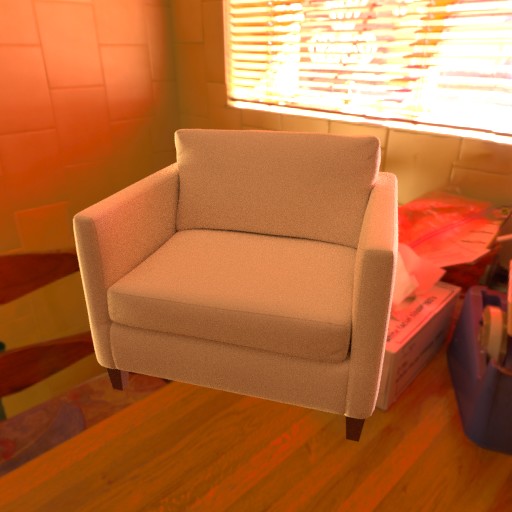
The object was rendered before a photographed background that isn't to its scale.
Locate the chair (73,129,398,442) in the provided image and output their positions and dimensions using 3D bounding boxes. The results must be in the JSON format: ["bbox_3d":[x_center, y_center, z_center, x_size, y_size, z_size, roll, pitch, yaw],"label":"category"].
[{"bbox_3d":[0.000,0.000,1.732,1.019,0.885,0.878,7,26,14],"label":"chair"}]
